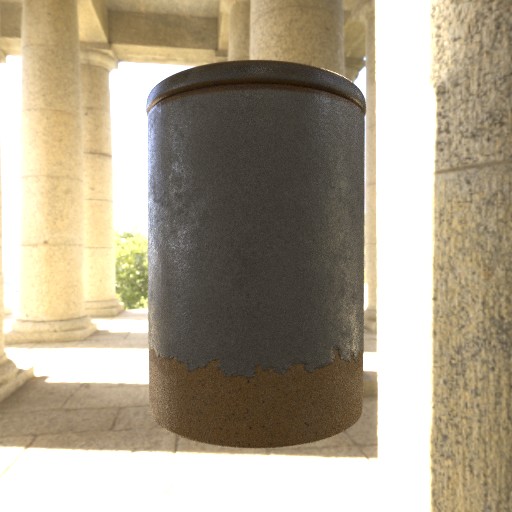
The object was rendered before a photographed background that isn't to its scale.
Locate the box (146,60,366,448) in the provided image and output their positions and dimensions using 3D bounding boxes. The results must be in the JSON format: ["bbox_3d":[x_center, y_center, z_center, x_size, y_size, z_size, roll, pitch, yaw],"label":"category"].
[{"bbox_3d":[0.000,0.000,0.244,0.118,0.168,0.118,0,0,0],"label":"box"}]
